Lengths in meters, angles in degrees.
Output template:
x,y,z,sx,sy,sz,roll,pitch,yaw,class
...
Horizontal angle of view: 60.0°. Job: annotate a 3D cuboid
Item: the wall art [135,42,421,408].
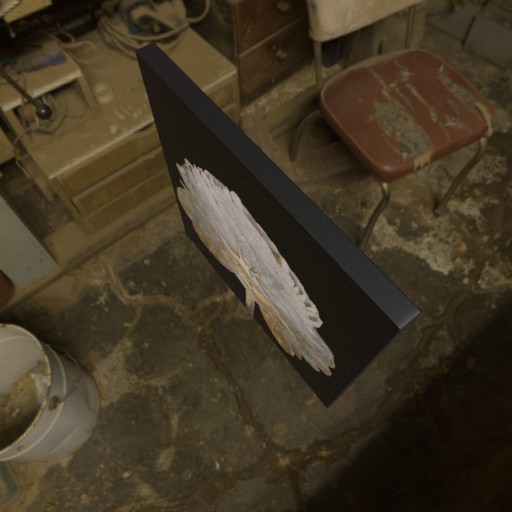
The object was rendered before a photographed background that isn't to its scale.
x,y,z,sx,sy,sz,roll,pitch,yaw,class
0.000,0.000,0.904,0.043,0.611,0.610,-34,68,-16,wall art
